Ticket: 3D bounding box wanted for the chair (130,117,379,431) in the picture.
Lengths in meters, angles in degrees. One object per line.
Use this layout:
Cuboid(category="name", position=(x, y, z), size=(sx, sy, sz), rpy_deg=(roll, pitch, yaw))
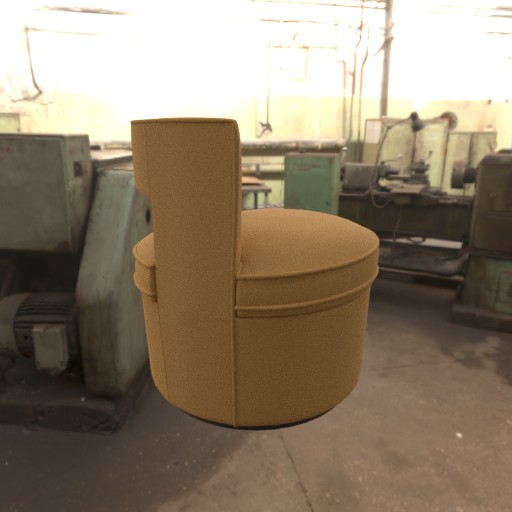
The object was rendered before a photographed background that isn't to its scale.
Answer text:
Cuboid(category="chair", position=(0.000, 0.000, 1.232), size=(0.665, 0.723, 0.650), rpy_deg=(-3, 16, -9))
